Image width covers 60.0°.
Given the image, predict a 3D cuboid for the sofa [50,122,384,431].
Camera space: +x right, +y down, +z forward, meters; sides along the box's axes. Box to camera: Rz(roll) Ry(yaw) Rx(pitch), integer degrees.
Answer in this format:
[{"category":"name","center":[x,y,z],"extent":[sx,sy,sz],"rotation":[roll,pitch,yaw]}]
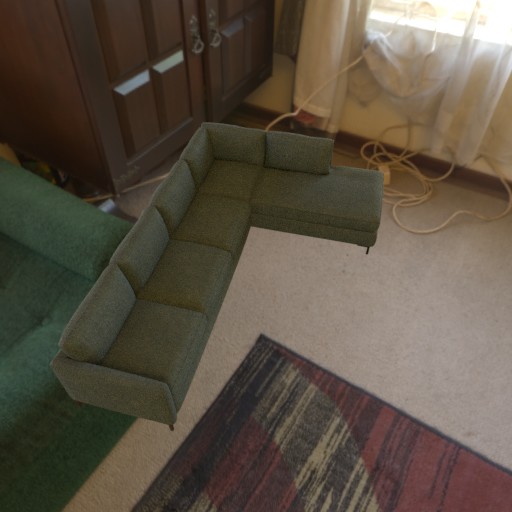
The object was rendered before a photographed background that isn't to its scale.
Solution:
[{"category":"sofa","center":[0.000,0.000,3.765],"extent":[2.007,0.815,2.949],"rotation":[11,48,10]}]
